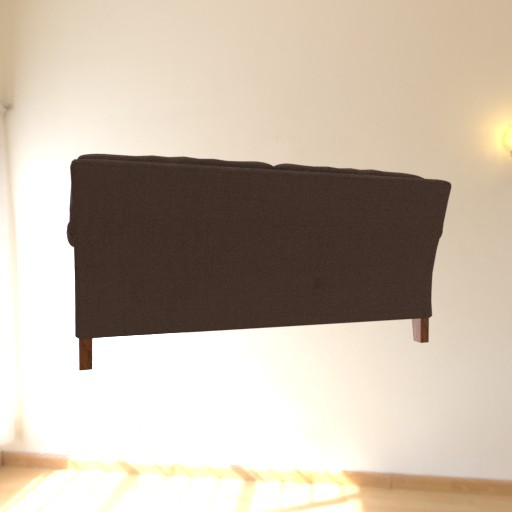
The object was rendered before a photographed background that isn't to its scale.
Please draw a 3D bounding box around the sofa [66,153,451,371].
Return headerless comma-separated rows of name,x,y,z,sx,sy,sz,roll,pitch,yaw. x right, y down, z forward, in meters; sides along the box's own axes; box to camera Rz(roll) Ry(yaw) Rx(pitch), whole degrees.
sofa,0.000,0.000,2.805,2.165,1.087,1.086,0,1,-18
